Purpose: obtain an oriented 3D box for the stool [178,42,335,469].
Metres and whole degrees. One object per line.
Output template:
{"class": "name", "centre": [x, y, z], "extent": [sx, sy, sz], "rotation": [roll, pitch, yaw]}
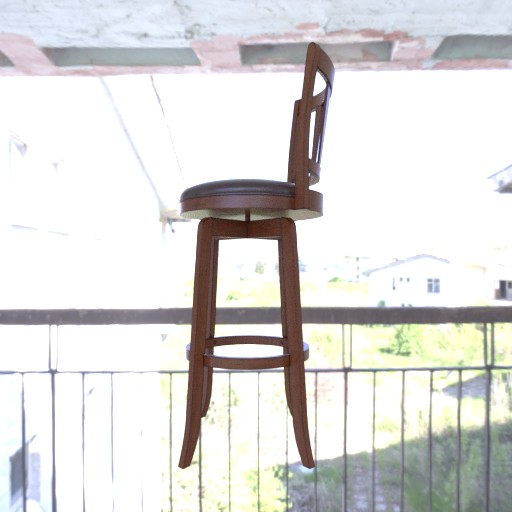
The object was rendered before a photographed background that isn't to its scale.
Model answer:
{"class": "stool", "centre": [0.000, 0.000, 1.439], "extent": [0.503, 1.177, 0.464], "rotation": [0, -1, 0]}
